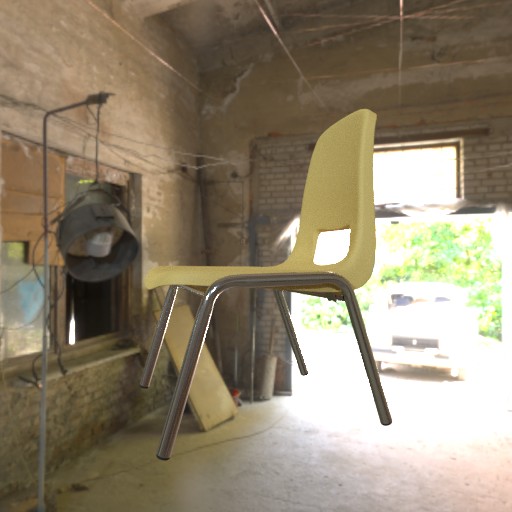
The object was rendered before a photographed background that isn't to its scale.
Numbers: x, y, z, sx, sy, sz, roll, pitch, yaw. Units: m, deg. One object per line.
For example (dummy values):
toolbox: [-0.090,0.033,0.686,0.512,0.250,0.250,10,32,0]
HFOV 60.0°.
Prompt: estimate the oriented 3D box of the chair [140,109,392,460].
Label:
chair: [0.000,0.000,0.799,0.385,0.536,0.354,0,0,-18]
